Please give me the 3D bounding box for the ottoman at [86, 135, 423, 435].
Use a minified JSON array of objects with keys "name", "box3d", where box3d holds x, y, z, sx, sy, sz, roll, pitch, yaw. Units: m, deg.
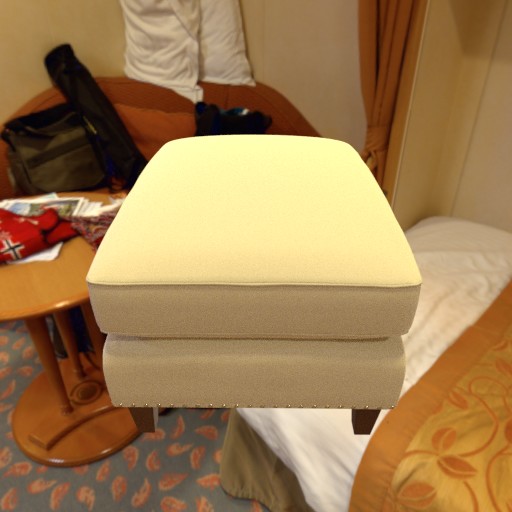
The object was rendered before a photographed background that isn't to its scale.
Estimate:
[{"name":"ottoman","box3d":[0.000,0.000,1.132,0.584,0.513,0.741,0,32,1]}]
